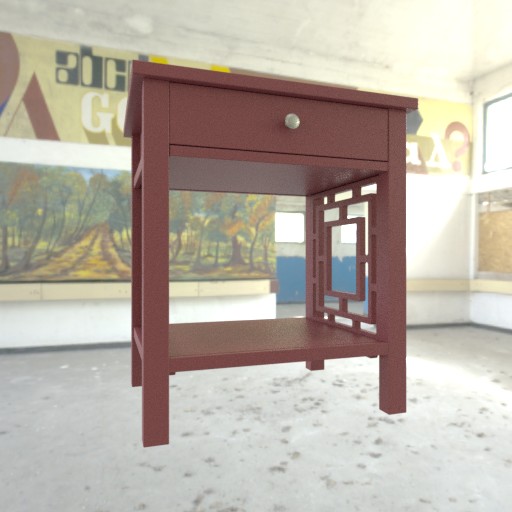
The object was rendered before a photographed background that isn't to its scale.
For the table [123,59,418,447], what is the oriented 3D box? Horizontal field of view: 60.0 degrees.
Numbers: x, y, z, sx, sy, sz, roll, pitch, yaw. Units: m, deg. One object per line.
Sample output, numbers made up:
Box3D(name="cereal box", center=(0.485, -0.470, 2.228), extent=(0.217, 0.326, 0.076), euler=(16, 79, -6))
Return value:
Box3D(name="table", center=(0.000, 0.000, 1.072), extent=(0.599, 0.686, 0.451), euler=(0, 0, -19))
